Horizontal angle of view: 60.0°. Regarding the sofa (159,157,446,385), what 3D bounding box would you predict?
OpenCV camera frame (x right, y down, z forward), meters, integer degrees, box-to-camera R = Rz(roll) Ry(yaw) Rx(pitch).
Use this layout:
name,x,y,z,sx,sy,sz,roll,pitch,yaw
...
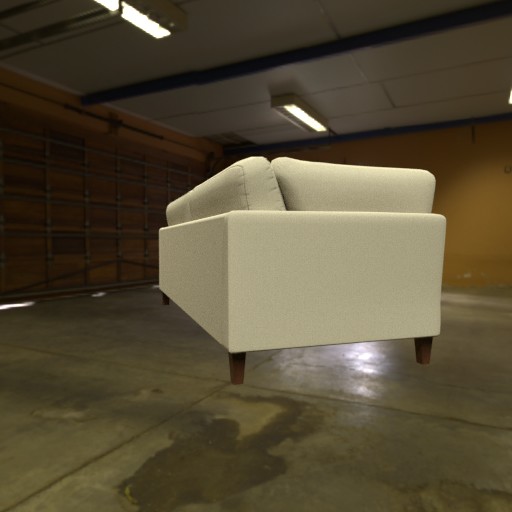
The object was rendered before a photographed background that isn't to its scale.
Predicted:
name,x,y,z,sx,sy,sz,roll,pitch,yaw
sofa,0.000,0.000,2.777,0.957,0.863,2.301,-1,2,-19
